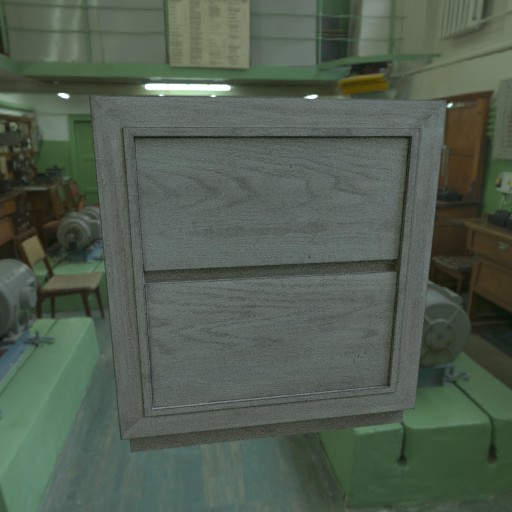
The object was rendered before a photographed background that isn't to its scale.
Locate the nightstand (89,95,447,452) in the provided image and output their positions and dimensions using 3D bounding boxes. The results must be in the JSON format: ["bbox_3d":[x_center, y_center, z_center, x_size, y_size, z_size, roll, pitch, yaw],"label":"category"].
[{"bbox_3d":[0.000,0.000,1.055,0.612,0.673,0.483,-2,15,-9],"label":"nightstand"}]
